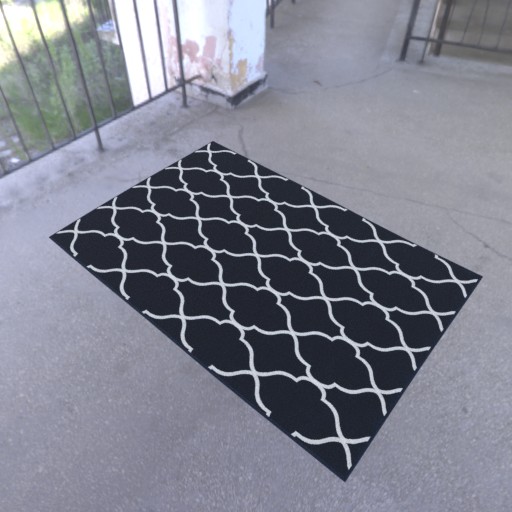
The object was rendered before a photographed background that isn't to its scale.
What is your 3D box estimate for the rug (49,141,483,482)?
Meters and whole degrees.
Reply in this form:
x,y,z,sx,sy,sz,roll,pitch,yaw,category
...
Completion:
x,y,z,sx,sy,sz,roll,pitch,yaw,category
0.000,0.000,2.777,2.290,0.014,1.526,32,54,27,rug
